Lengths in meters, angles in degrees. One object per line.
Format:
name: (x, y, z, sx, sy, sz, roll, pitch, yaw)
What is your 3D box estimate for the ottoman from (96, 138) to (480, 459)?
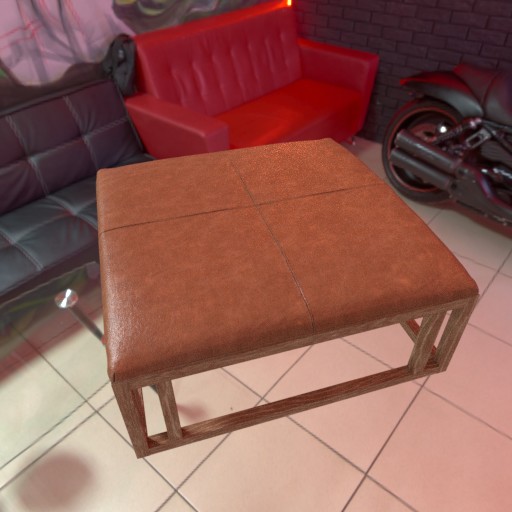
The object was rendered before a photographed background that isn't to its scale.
ottoman: (0.000, 0.000, 1.589, 1.016, 0.442, 1.013, -11, 41, -13)
